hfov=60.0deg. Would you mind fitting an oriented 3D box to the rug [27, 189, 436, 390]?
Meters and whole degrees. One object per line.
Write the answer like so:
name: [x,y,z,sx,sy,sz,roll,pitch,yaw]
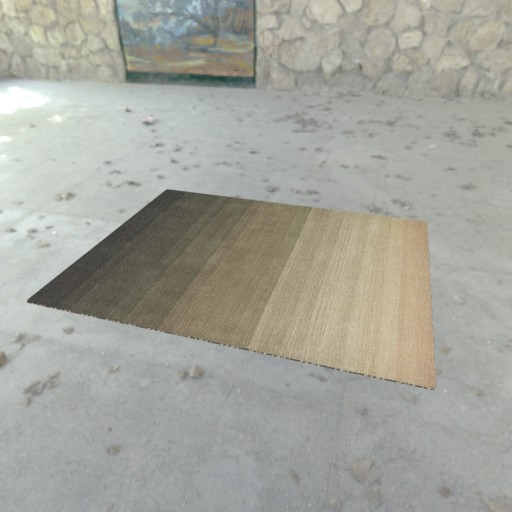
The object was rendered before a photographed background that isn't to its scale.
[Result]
rug: [0.000,0.000,3.884,2.902,0.017,2.305,9,32,15]
